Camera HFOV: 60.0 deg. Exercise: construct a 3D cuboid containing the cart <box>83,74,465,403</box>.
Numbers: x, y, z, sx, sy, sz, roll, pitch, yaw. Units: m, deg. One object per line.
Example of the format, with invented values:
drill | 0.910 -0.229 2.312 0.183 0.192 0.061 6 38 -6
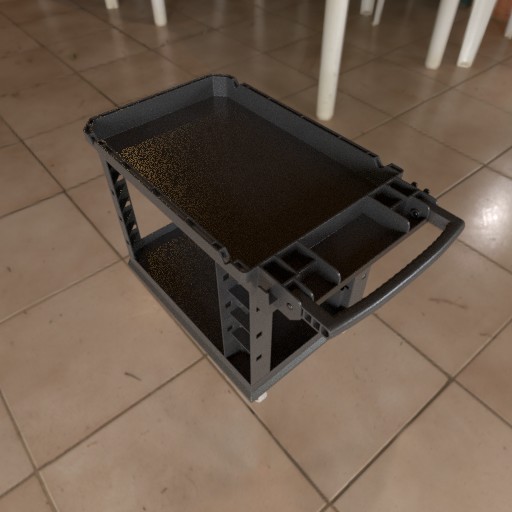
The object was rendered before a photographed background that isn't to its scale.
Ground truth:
cart | 0.000 0.000 1.766 0.674 0.884 1.239 -32 55 -27
